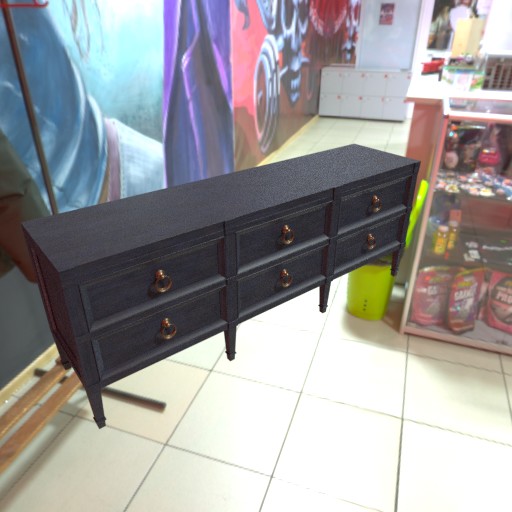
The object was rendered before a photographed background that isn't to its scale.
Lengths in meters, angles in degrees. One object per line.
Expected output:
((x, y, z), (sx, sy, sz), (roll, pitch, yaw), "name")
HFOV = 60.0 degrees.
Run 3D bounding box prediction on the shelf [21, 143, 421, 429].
((0.000, 0.000, 2.182), (1.878, 0.715, 0.471), (-21, 35, -33), "shelf")
